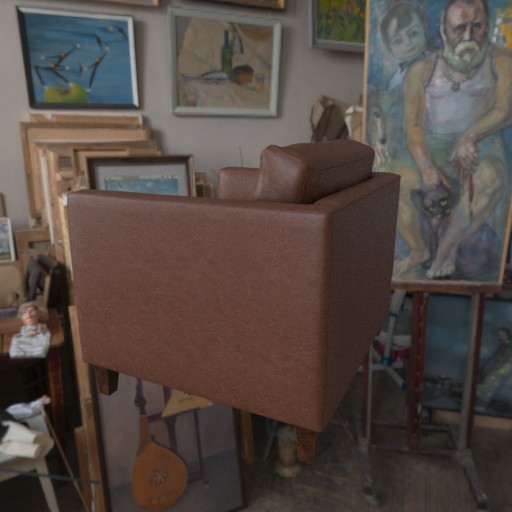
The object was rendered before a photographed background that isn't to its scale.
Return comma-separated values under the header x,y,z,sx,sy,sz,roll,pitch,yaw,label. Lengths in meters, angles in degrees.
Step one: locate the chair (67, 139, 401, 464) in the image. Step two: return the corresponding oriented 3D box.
x,y,z,sx,sy,sz,roll,pitch,yaw,label
0.000,0.000,1.807,0.959,0.917,1.107,8,17,25,chair
